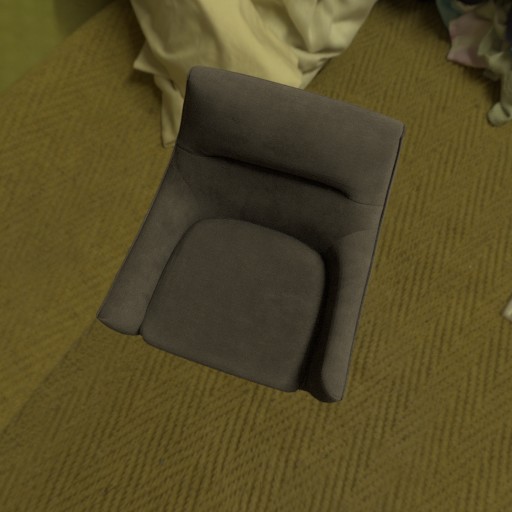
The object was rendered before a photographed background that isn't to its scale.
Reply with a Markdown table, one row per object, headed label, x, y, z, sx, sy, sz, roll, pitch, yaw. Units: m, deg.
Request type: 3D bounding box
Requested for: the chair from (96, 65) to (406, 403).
| label | x | y | z | sx | sy | sz | roll | pitch | yaw |
| --- | --- | --- | --- | --- | --- | --- | --- | --- | --- |
| chair | 0.000 | 0.000 | 1.501 | 0.762 | 0.838 | 0.787 | 18 | 74 | 5 |
